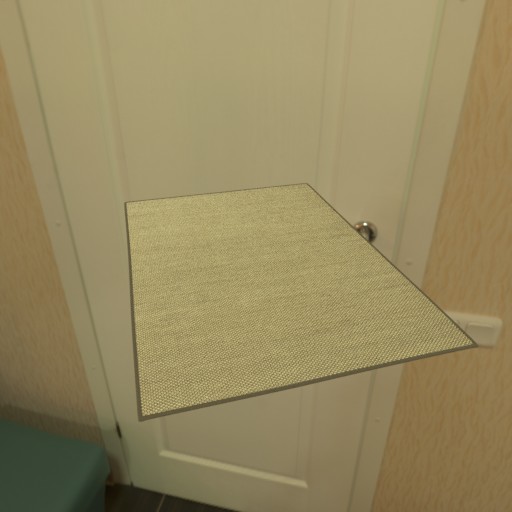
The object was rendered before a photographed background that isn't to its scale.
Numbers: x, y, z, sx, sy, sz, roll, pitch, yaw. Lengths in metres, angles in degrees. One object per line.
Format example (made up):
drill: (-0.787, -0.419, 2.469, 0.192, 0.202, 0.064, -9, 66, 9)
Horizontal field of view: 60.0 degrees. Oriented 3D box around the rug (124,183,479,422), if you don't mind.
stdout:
rug: (0.000, 0.000, 2.723, 1.523, 0.012, 2.133, -8, 31, -14)
